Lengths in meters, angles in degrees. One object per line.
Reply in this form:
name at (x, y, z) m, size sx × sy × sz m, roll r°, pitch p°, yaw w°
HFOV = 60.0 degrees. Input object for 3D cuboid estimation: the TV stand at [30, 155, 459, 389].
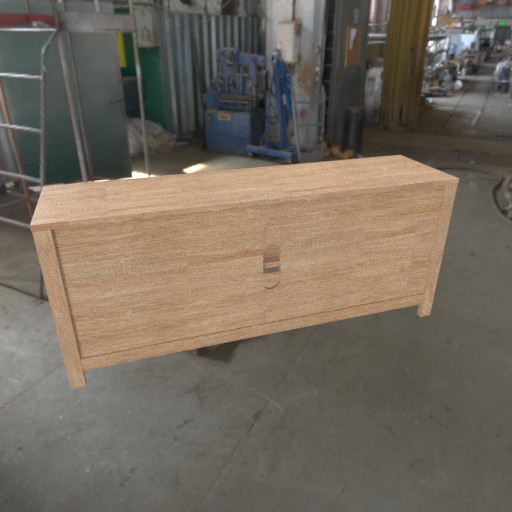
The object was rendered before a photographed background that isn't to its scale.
TV stand at (0.000, 0.000, 1.754) m, size 1.466 × 0.610 × 0.398 m, roll -8°, pitch 28°, yaw -16°
